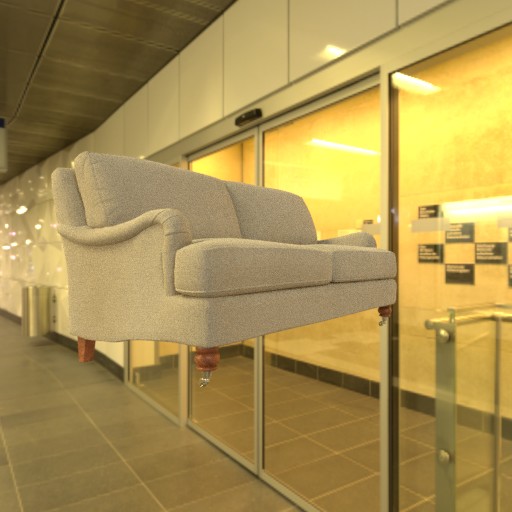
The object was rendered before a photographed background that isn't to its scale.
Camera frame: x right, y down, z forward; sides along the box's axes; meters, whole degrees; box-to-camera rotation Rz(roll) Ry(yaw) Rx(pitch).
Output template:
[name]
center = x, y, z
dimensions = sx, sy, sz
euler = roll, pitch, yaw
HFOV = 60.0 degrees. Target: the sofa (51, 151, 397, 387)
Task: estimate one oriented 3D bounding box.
[sofa]
center = 0.000, 0.000, 2.662
dimensions = 1.091, 0.997, 2.070
euler = 0, 0, 36
